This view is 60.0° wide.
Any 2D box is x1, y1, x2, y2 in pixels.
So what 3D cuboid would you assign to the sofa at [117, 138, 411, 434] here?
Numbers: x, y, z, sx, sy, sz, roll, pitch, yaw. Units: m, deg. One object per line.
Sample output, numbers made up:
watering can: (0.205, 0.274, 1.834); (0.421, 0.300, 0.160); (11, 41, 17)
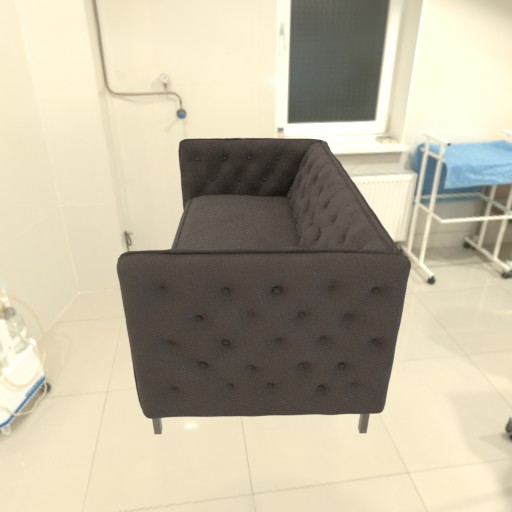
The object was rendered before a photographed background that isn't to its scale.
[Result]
sofa: (0.000, 0.000, 2.159); (0.909, 0.810, 1.583); (-1, 28, -1)
